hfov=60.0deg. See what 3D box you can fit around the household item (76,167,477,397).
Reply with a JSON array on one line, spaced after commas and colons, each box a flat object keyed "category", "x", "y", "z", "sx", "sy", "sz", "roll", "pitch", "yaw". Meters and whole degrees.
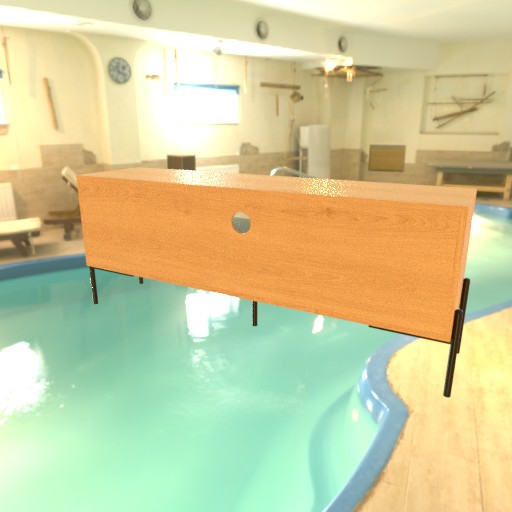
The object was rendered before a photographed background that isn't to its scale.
[{"category": "household item", "x": 0.000, "y": 0.000, "z": 1.779, "sx": 1.550, "sy": 0.600, "sz": 0.400, "roll": 9, "pitch": 19, "yaw": 27}]
